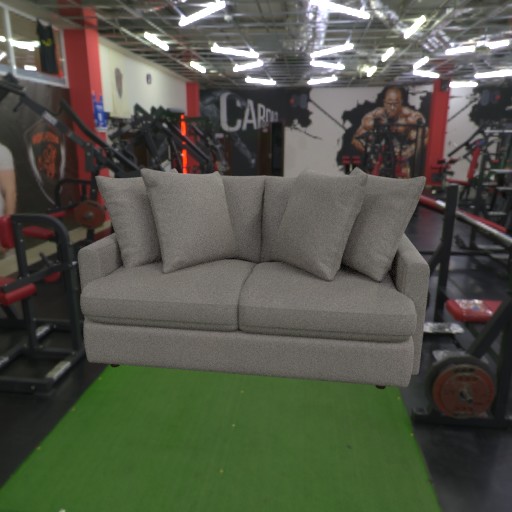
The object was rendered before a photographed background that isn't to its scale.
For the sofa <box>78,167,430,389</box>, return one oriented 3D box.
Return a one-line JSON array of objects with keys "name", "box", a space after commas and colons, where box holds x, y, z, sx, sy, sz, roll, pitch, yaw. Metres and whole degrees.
[{"name": "sofa", "box": [0.000, 0.000, 2.751, 1.869, 1.080, 1.228, 2, 16, 8]}]
